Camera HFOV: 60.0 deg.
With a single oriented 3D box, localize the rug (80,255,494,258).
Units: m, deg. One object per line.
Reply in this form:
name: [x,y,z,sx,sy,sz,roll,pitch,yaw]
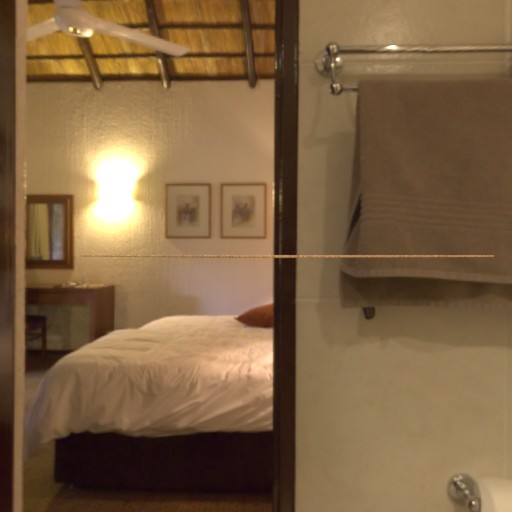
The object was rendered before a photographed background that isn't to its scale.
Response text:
rug: [0.000,0.000,4.188,2.448,0.013,3.205,0,0,-34]
